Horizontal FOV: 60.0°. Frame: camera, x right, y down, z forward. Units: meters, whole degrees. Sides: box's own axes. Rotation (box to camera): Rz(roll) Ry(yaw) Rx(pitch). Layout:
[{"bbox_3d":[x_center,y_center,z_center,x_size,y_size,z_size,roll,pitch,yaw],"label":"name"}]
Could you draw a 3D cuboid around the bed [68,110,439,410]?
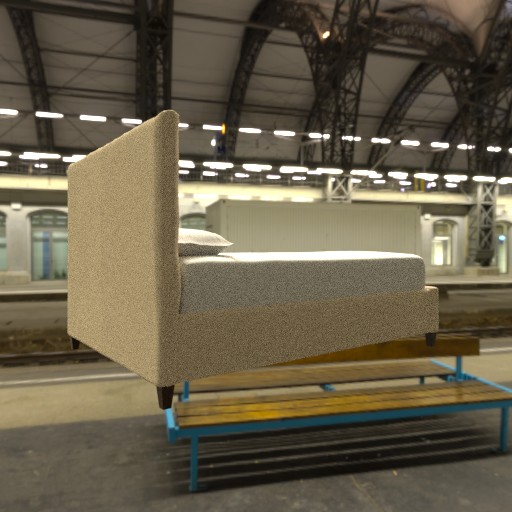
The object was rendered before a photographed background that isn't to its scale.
[{"bbox_3d":[0.000,0.000,3.451,2.387,1.427,1.698,-1,1,-37],"label":"bed"}]
